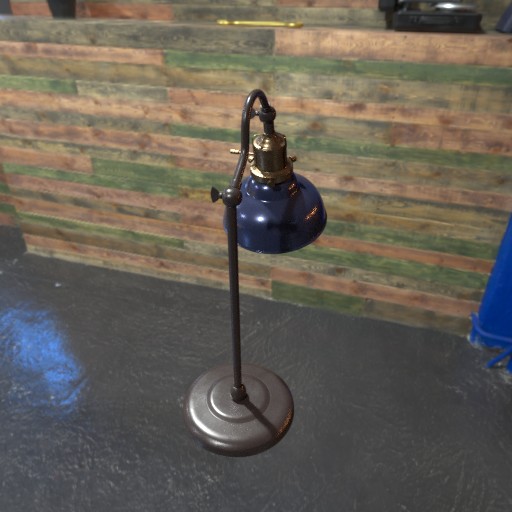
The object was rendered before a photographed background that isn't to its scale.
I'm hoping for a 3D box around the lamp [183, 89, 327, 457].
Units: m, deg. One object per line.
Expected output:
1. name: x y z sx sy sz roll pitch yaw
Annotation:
1. lamp: 0.000 0.000 0.709 0.192 0.508 0.374 10 33 16
